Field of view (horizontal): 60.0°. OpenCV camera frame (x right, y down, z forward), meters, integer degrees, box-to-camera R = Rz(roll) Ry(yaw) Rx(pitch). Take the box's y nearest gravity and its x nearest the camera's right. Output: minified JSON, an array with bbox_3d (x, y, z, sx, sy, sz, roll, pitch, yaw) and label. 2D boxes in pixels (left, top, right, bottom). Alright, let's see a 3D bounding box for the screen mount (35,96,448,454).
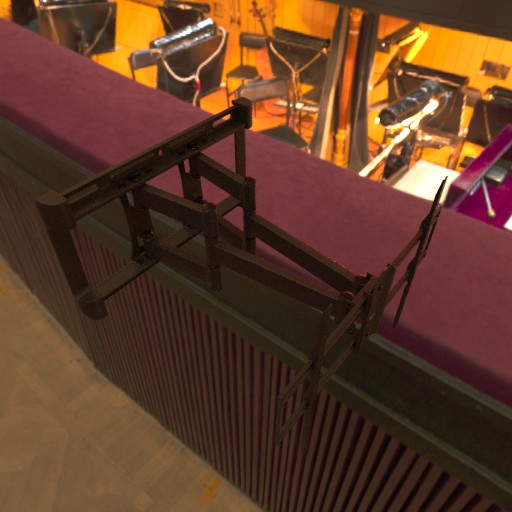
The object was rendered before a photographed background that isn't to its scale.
[{"bbox_3d":[0.000,0.000,1.086,0.644,0.491,0.661,29,50,28],"label":"screen mount"}]
